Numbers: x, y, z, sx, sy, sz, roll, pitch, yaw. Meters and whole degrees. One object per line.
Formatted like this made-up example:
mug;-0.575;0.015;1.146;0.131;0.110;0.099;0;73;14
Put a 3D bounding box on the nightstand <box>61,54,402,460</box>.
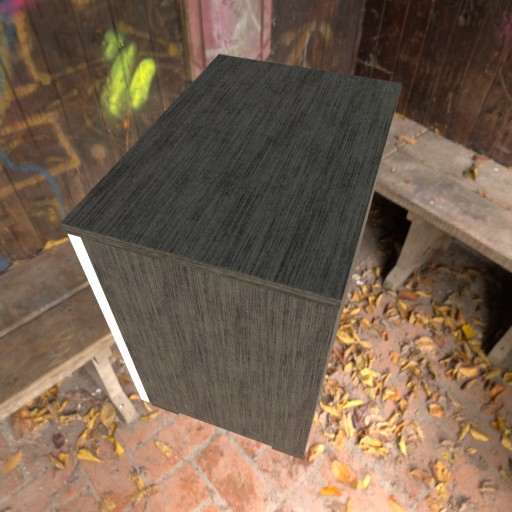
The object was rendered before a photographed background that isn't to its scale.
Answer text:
nightstand;0.000;0.000;0.756;0.325;0.460;0.441;15;50;13
